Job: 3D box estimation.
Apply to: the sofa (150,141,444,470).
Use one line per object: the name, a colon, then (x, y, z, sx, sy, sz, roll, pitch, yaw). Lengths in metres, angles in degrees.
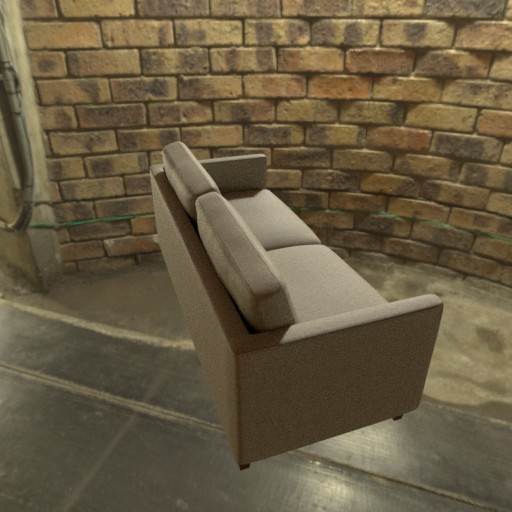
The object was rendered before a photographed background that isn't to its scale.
sofa: (0.000, 0.000, 2.712, 0.956, 0.963, 2.208, -10, 32, -17)
